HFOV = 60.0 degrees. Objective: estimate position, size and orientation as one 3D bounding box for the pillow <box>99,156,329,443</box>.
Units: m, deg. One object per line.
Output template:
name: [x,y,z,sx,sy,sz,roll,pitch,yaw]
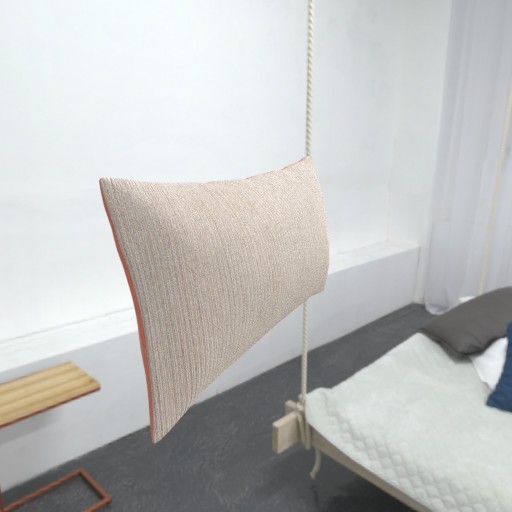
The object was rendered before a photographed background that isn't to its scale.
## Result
pillow: [0.000,0.000,0.747,0.155,0.307,0.608,8,17,26]
